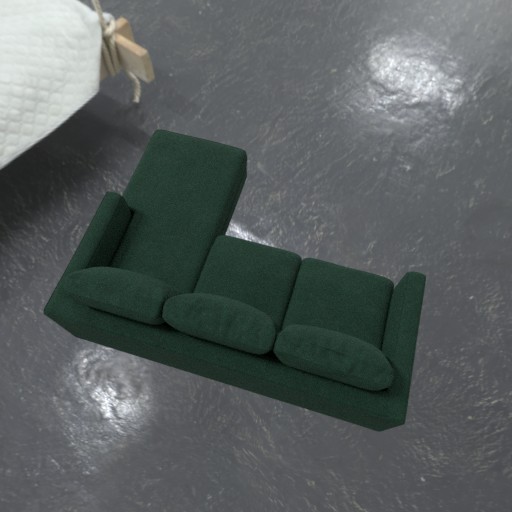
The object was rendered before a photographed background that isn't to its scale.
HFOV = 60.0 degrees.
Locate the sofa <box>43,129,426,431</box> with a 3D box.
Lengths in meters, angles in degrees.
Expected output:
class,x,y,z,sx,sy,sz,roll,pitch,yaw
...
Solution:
class,x,y,z,sx,sy,sz,roll,pitch,yaw
sofa,0.000,0.000,2.869,2.030,0.899,1.580,15,65,7
